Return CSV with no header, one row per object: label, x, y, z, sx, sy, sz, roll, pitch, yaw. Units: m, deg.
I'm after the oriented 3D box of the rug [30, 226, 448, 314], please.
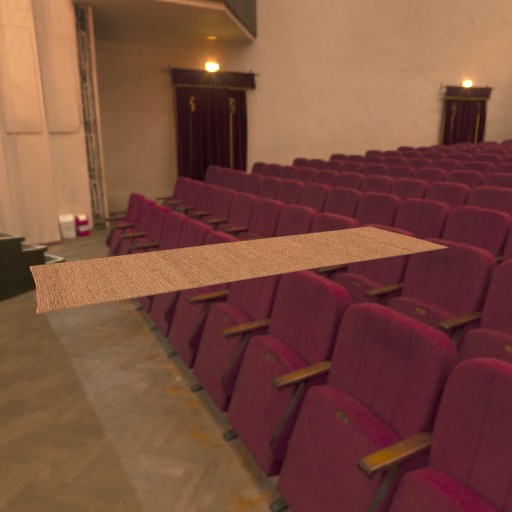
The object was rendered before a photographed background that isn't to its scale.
rug,0.000,0.000,2.619,2.390,0.014,0.741,-8,17,-26
